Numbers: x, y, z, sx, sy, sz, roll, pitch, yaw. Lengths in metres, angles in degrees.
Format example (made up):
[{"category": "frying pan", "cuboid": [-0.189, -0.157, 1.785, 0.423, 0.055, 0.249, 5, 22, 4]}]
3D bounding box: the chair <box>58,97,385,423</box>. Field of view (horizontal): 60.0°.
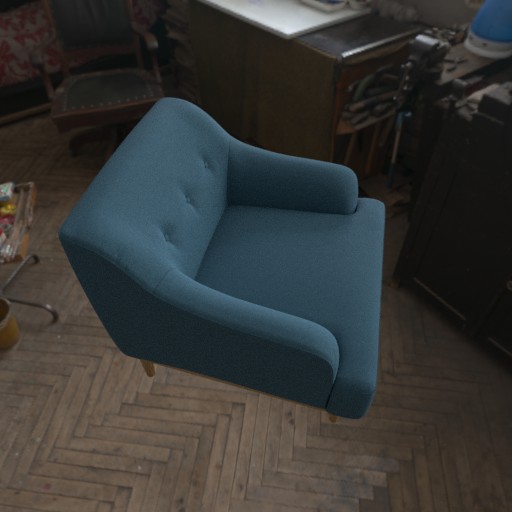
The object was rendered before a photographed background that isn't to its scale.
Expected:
[{"category": "chair", "cuboid": [0.000, 0.000, 1.672, 0.951, 0.818, 0.946, 10, 48, 9]}]
